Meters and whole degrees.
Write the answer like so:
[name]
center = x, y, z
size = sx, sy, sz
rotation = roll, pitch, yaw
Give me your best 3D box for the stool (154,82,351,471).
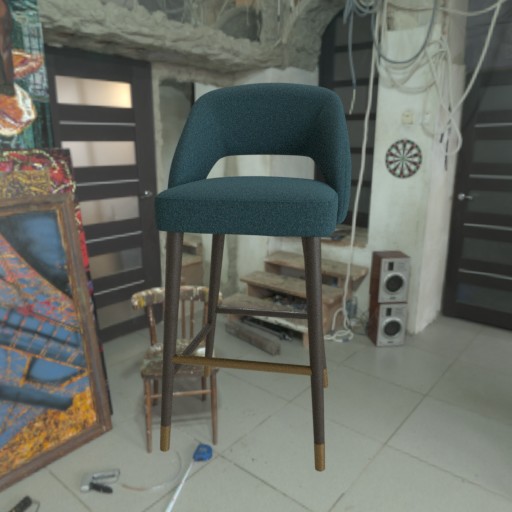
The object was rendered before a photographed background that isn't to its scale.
[stool]
center = 0.000, 0.000, 1.332
size = 0.536, 1.032, 0.522
rotation = 3, 15, 10
